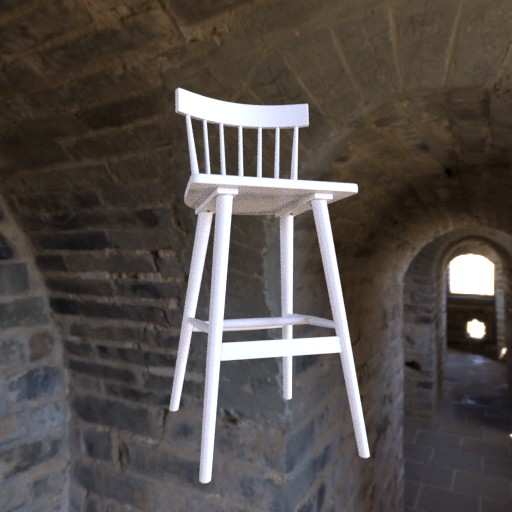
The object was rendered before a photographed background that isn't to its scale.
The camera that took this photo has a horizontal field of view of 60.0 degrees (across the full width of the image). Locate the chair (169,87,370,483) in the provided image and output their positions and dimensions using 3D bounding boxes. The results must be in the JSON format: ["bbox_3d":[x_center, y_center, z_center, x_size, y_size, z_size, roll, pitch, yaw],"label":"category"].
[{"bbox_3d":[0.000,0.000,1.395,0.483,1.092,0.572,0,-1,-18],"label":"chair"}]
